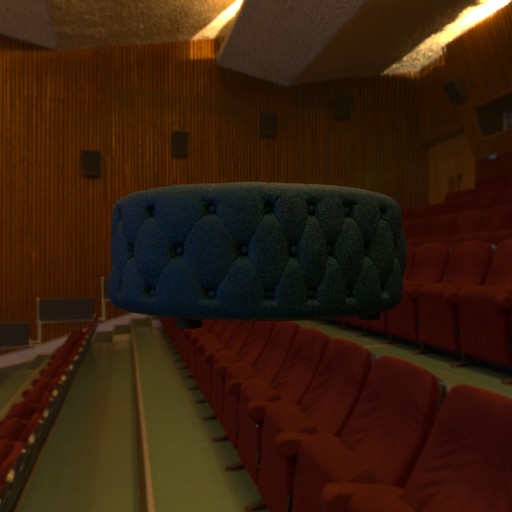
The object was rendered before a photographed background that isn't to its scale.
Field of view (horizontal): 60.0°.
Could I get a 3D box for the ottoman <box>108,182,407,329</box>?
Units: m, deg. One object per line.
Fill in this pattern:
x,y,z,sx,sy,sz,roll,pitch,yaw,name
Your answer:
0.000,0.000,1.579,0.998,0.398,0.998,0,0,0,ottoman
